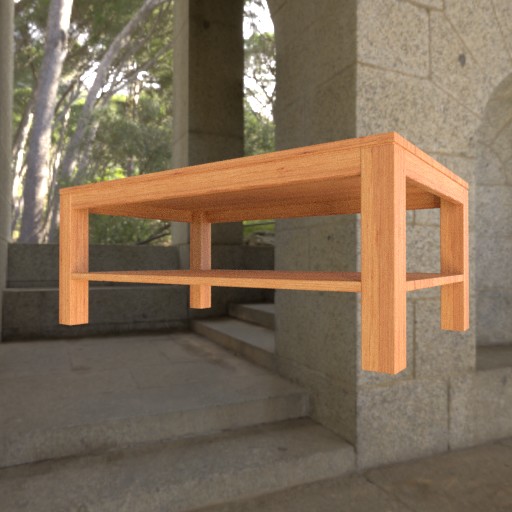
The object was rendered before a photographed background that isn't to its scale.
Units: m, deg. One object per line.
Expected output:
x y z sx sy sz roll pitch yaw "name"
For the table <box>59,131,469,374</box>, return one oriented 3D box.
0.000 0.000 1.447 1.146 0.457 0.695 0 -1 36 "table"
